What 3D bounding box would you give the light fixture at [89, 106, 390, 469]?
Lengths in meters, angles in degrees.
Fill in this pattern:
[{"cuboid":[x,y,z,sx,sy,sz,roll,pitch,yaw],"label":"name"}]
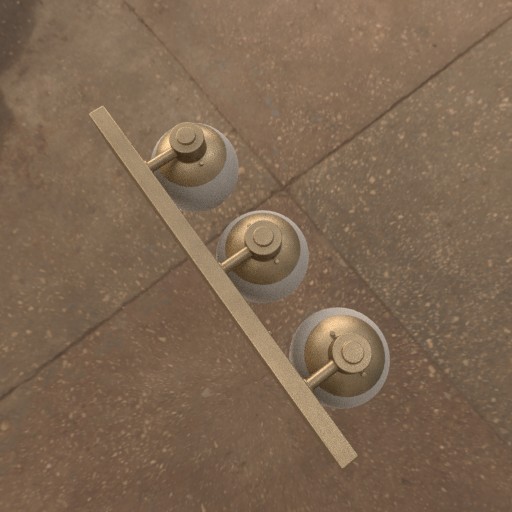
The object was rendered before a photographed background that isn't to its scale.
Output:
[{"cuboid":[0.000,0.000,0.856,0.218,0.263,0.721,-35,77,-9],"label":"light fixture"}]
